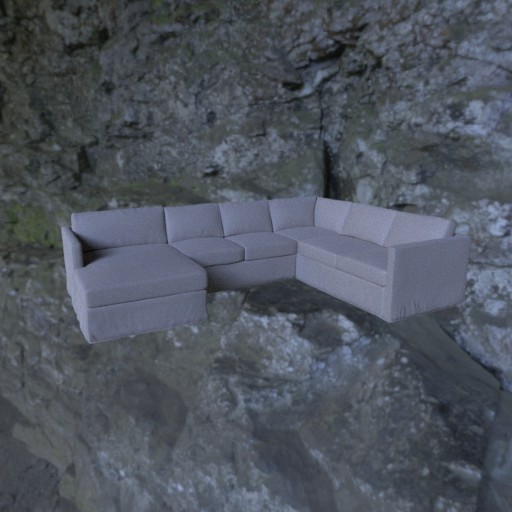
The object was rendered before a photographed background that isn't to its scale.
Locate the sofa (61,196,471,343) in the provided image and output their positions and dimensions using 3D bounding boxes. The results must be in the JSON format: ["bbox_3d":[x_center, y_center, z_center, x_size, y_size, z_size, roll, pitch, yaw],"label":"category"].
[{"bbox_3d":[0.000,0.000,4.605,3.528,0.878,2.476,-8,17,-27],"label":"sofa"}]
